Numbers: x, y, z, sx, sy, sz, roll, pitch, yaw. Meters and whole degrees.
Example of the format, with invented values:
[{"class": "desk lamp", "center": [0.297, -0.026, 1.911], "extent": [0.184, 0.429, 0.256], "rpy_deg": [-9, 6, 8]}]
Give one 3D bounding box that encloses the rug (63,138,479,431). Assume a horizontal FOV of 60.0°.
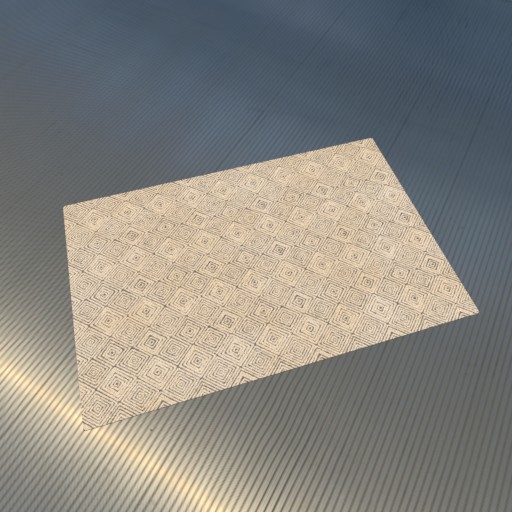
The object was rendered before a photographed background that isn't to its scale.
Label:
[{"class": "rug", "center": [0.000, 0.000, 2.190], "extent": [1.783, 0.008, 1.175], "rpy_deg": [-14, 59, -9]}]
